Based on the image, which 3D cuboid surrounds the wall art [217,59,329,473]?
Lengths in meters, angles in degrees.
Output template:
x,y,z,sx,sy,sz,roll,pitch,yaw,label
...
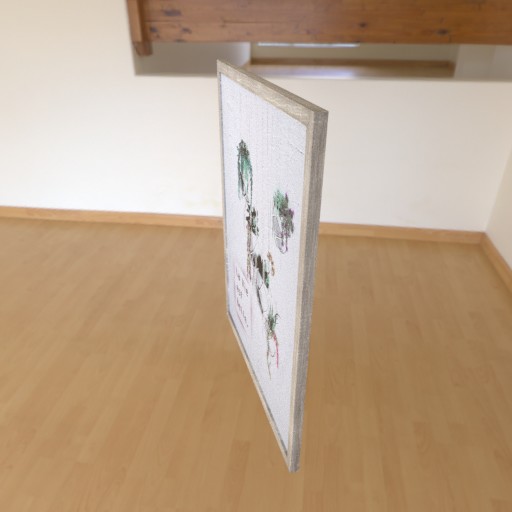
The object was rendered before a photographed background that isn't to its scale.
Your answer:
x,y,z,sx,sy,sz,roll,pitch,yaw,label
0.000,0.000,1.356,0.035,1.022,0.781,-9,31,-15,wall art
